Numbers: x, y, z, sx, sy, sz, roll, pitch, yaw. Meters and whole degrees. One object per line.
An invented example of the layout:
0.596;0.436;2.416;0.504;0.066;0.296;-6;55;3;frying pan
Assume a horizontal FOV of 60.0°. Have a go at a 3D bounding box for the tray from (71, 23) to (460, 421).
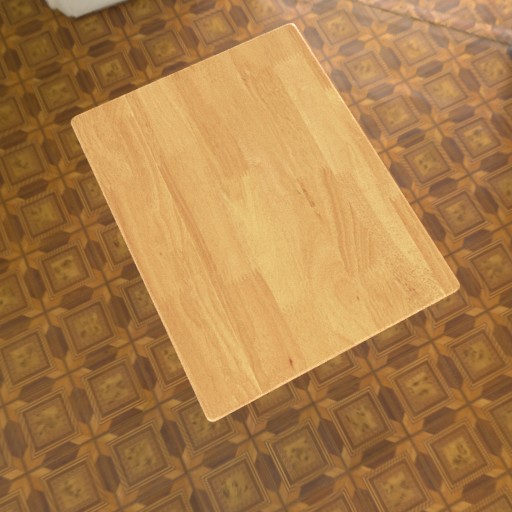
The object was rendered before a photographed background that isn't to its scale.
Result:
0.000;0.000;0.947;0.381;0.660;0.483;-26;77;-6;tray
